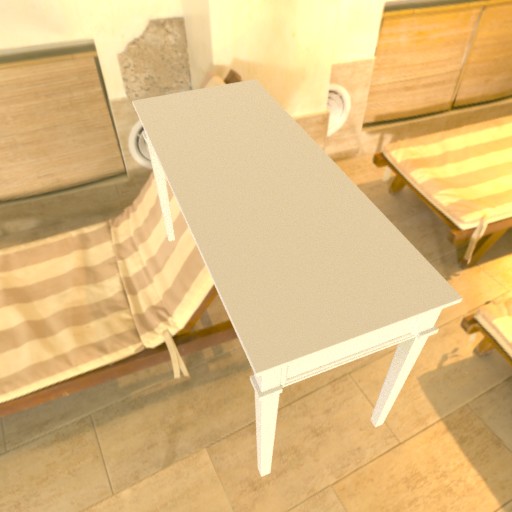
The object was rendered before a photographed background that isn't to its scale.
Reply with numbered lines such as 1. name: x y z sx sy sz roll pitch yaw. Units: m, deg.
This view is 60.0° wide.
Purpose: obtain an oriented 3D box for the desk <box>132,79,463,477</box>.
1. desk: 0.000 0.000 1.755 0.559 0.774 1.372 -16 48 -15
